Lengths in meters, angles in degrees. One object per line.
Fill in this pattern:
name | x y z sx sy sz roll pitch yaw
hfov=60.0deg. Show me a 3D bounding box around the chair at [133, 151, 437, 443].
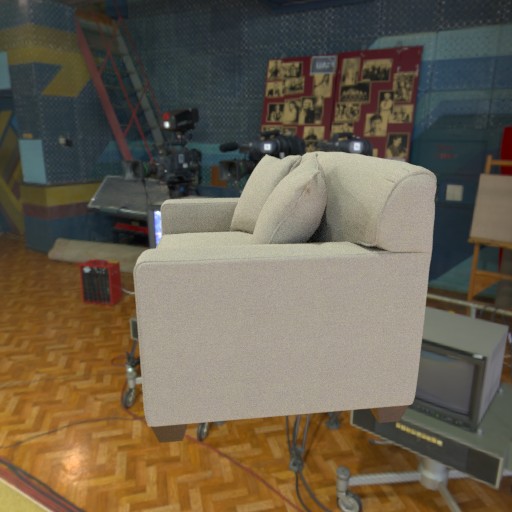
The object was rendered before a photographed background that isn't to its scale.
chair | 0.000 0.000 2.069 1.000 0.948 1.383 -2 15 -8
